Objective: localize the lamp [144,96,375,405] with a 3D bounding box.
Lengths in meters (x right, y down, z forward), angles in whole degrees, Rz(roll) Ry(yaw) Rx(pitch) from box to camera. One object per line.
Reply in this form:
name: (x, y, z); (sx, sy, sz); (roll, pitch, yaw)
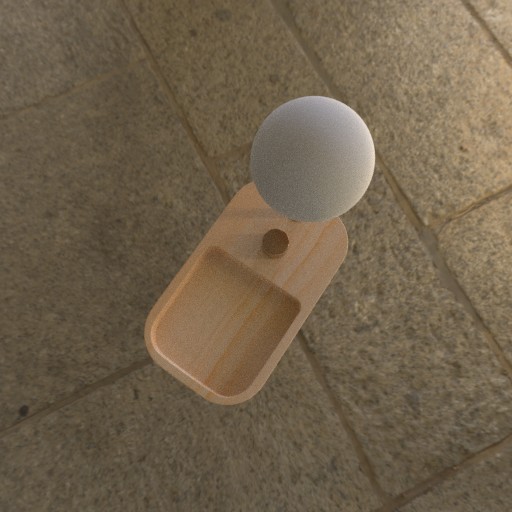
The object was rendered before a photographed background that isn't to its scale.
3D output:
lamp: (0.000, 0.000, 0.494); (0.173, 0.253, 0.331); (33, 78, 8)
